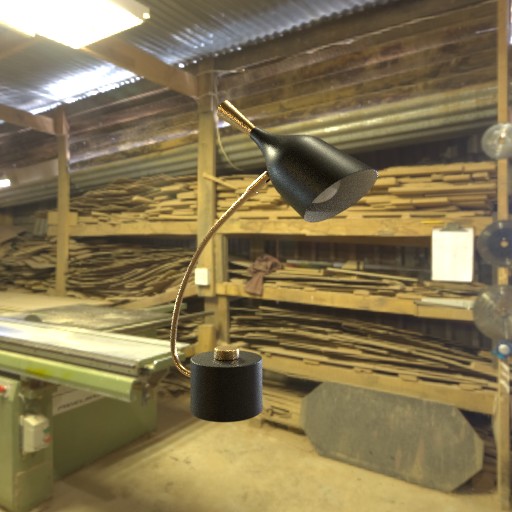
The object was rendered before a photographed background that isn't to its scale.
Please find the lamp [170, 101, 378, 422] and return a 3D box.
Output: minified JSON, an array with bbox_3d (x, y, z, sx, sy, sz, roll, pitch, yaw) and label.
[{"bbox_3d":[0.000,0.000,0.638,0.352,0.464,0.110,0,1,36],"label":"lamp"}]
